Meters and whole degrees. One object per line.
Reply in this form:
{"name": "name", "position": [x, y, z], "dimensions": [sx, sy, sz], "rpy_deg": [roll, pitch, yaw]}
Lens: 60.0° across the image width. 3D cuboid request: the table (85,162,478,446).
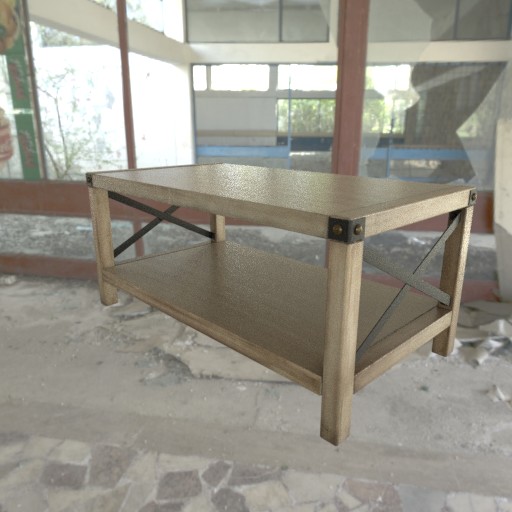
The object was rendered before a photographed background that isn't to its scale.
{"name": "table", "position": [0.000, 0.000, 1.314], "dimensions": [0.559, 0.456, 1.016], "rpy_deg": [-16, 23, -42]}
